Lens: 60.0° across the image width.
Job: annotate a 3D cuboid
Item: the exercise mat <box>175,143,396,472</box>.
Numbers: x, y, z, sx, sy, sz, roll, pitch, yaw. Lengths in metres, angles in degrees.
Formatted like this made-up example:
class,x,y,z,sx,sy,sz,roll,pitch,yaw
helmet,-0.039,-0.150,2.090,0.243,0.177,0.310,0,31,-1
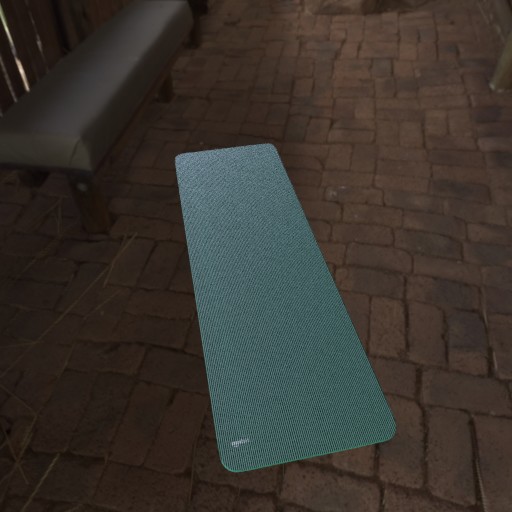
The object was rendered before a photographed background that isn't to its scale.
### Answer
class,x,y,z,sx,sy,sz,roll,pitch,yaw
exercise mat,0.000,0.000,2.094,0.616,0.021,1.869,-9,47,-8
